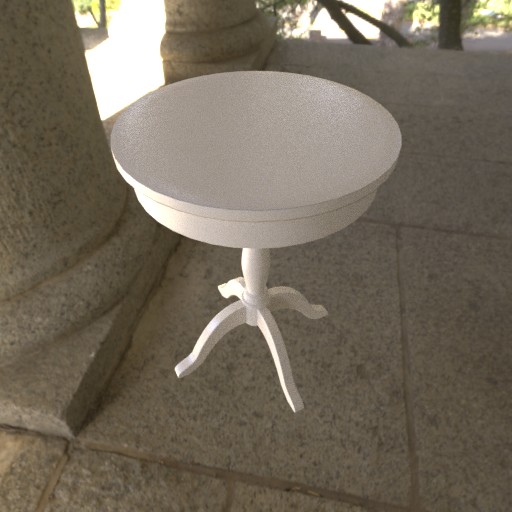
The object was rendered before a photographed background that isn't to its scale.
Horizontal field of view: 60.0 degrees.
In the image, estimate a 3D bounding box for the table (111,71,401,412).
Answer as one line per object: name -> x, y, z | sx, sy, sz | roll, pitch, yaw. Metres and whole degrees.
table -> 0.000, 0.000, 1.023 | 0.513, 0.653, 0.513 | 0, 43, 0
